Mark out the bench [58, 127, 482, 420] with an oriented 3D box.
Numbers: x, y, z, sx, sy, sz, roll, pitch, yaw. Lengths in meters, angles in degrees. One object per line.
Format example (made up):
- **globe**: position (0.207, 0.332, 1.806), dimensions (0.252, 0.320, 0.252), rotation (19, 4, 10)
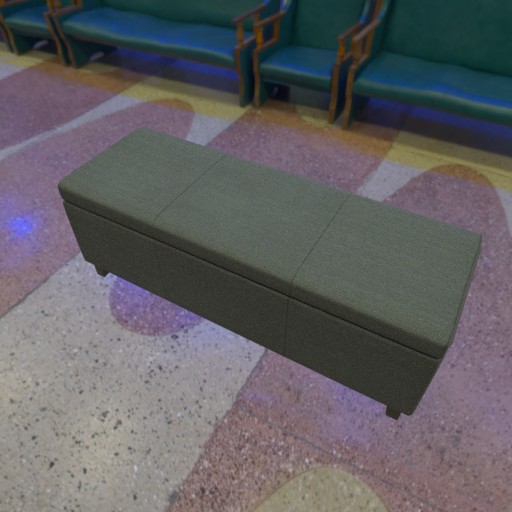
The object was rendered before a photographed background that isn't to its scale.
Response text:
- **bench**: position (0.000, 0.000, 1.485), dimensions (1.269, 0.438, 0.446), rotation (22, 49, 20)
